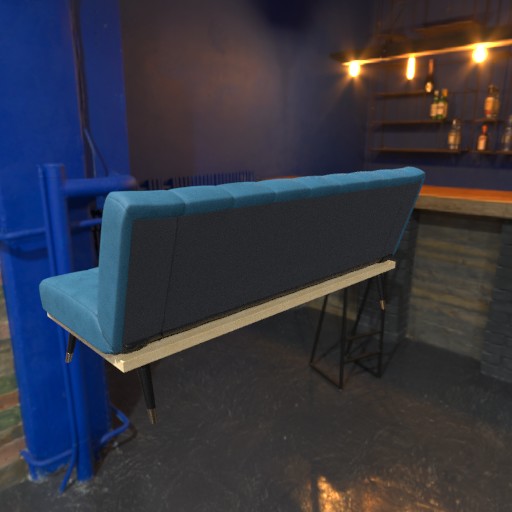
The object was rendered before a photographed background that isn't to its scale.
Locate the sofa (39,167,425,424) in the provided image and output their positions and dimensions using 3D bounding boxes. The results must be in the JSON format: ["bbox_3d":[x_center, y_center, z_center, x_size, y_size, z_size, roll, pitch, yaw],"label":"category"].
[{"bbox_3d":[0.000,0.000,2.196,1.810,0.825,0.830,-14,20,-42],"label":"sofa"}]
